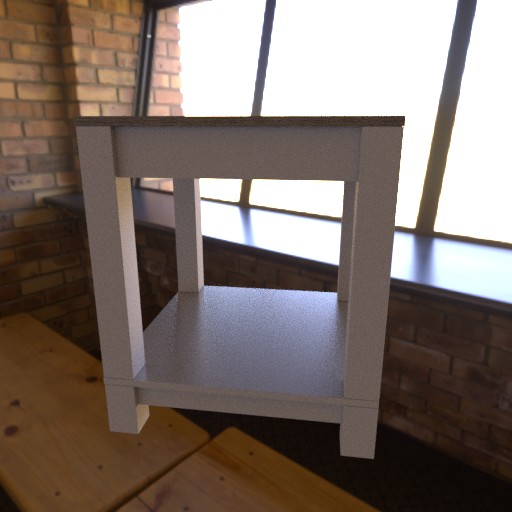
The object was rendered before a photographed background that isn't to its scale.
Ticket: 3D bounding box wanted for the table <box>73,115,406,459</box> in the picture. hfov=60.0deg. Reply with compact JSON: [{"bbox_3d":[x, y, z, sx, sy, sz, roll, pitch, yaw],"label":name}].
[{"bbox_3d":[0.000,0.000,0.985,0.504,0.587,0.506,2,17,8],"label":"table"}]
